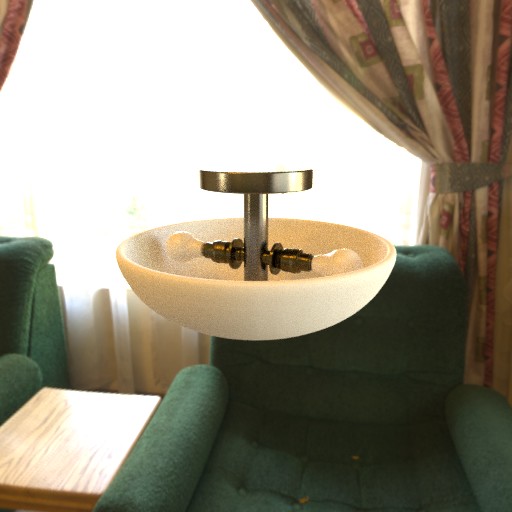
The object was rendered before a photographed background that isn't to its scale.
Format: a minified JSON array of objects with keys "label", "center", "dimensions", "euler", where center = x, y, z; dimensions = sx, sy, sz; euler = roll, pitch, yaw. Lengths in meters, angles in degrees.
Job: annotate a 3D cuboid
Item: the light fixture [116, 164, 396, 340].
[{"label":"light fixture","center":[0.000,0.000,0.548],"dimensions":[0.330,0.214,0.330],"euler":[0,15,0]}]
